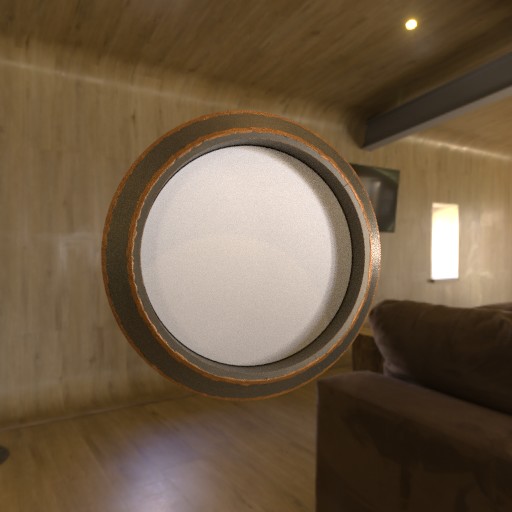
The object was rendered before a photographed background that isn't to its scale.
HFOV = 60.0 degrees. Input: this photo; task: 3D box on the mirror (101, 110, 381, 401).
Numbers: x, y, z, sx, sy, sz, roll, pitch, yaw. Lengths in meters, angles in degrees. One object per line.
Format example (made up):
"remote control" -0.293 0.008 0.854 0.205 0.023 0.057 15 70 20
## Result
"mirror" 0.000 0.000 1.372 0.907 0.907 0.111 0 0 -17
